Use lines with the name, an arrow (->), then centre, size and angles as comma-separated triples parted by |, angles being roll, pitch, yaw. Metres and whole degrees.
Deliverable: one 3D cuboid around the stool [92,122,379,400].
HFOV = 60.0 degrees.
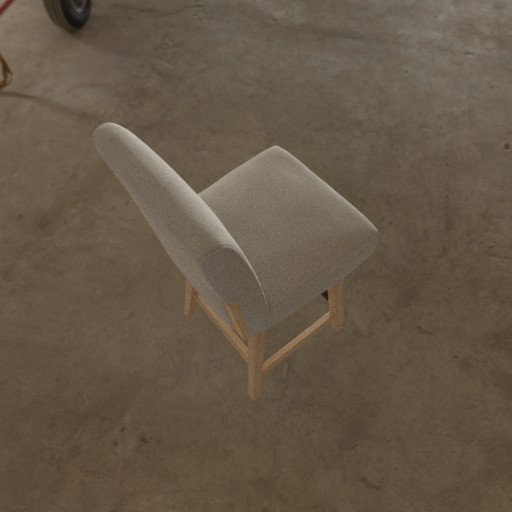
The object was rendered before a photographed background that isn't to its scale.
stool -> 0.000, 0.000, 1.440 | 0.606, 1.085, 0.507 | -34, 63, -20
